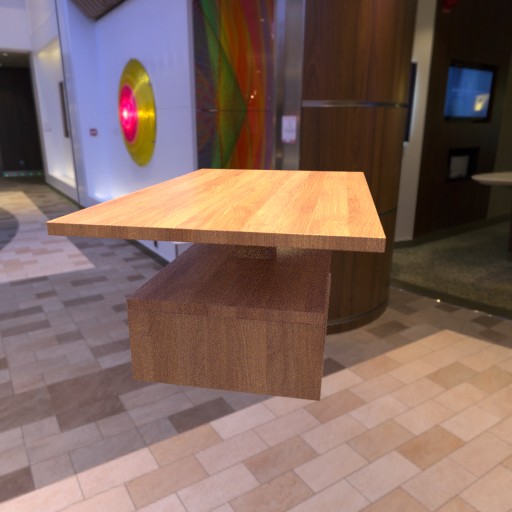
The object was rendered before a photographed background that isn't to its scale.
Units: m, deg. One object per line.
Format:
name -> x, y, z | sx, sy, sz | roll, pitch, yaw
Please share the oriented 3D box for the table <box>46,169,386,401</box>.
table -> 0.000, 0.000, 1.462 | 0.700, 0.442, 1.100 | 3, 17, 10
